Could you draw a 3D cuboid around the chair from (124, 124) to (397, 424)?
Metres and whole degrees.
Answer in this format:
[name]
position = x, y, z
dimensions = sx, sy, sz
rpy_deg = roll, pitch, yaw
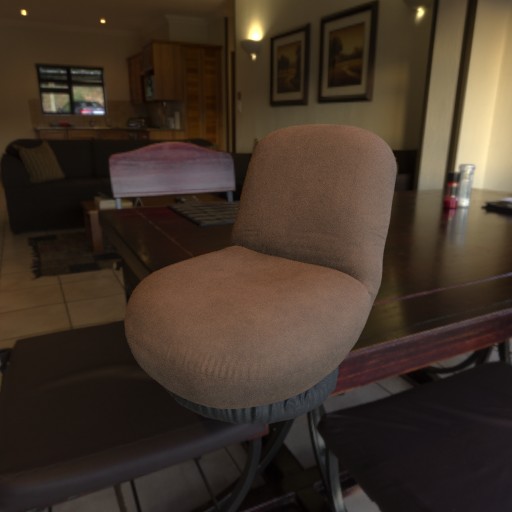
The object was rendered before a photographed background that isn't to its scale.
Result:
[chair]
position = 0.000, 0.000, 1.041
dimensions = 0.521, 0.594, 0.597
rpy_deg = 15, 22, 42
